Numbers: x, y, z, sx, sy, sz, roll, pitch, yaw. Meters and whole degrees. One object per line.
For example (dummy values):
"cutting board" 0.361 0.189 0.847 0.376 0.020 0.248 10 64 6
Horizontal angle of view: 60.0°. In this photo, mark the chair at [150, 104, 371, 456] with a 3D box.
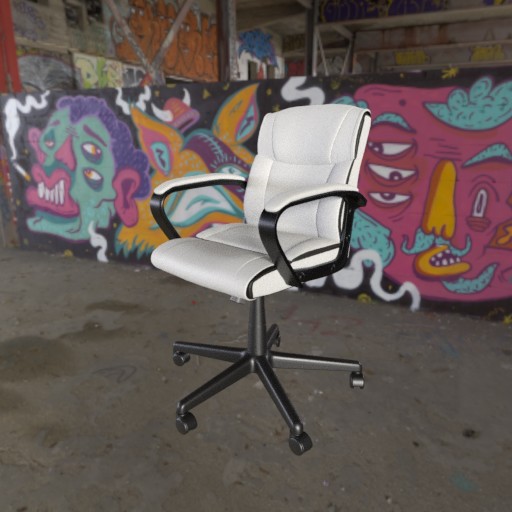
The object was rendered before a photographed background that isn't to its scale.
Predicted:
"chair" 0.000 0.000 1.507 0.717 1.004 0.739 -15 21 -43
